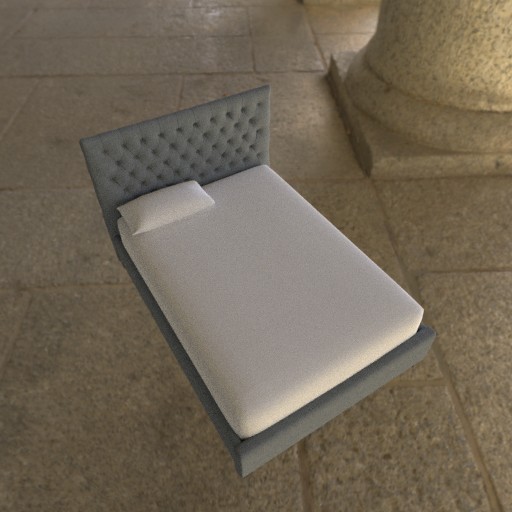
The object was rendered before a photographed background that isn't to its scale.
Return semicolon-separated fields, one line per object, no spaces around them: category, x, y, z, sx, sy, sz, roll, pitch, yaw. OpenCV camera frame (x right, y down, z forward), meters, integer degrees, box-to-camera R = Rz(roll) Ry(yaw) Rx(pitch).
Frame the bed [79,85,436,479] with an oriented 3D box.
bed;0.000;0.000;3.429;1.698;1.411;2.335;-24;51;-21
